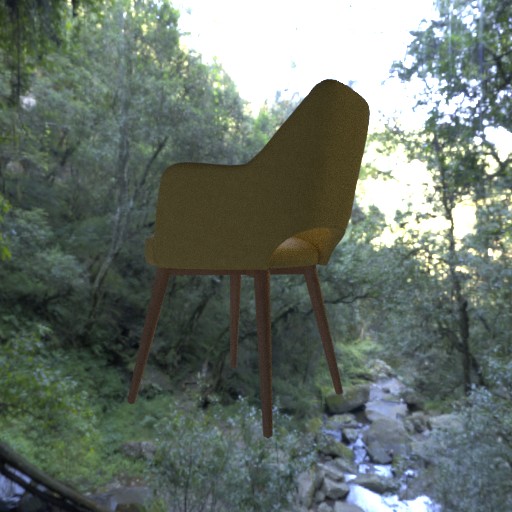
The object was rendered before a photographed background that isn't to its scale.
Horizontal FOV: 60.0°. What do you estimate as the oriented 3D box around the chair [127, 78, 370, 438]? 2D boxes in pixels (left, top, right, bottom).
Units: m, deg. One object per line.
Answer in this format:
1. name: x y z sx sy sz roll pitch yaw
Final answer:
1. chair: 0.000 0.000 1.274 0.610 0.840 0.590 1 2 36
